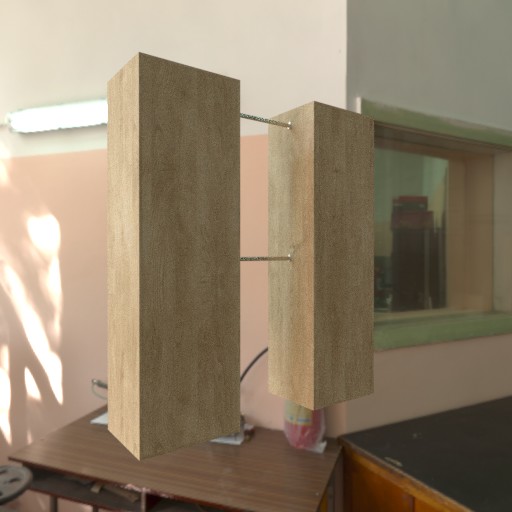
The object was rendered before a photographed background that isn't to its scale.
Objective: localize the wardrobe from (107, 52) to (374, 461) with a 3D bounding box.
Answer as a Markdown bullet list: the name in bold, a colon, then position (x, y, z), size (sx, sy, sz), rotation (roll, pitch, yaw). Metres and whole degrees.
- **wardrobe**: position (0.000, 0.000, 2.884), size (1.770, 2.000, 0.480), rotation (0, 0, -36)
